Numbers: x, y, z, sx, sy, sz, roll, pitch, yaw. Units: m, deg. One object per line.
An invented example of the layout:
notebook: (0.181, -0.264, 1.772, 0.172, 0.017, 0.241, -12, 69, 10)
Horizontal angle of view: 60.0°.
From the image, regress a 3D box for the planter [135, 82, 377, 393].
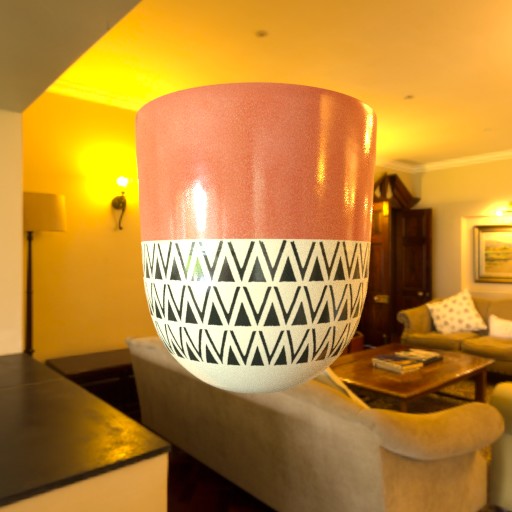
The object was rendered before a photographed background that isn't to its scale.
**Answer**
planter: (0.000, 0.000, 0.369, 0.195, 0.214, 0.195, 0, 0, 0)
